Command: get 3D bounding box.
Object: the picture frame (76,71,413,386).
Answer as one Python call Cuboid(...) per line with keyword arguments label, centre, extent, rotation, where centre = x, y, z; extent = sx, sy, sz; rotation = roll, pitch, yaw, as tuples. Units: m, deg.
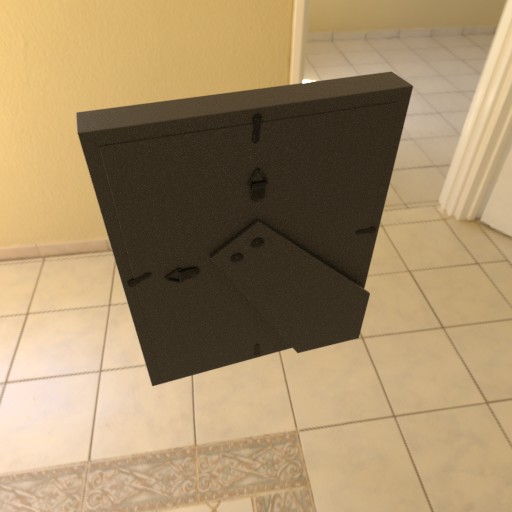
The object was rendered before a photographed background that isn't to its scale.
Cuboid(label="picture frame", centre=(0.000, 0.000, 0.396), extent=(0.232, 0.284, 0.042), rotation=(-12, 44, -13))
